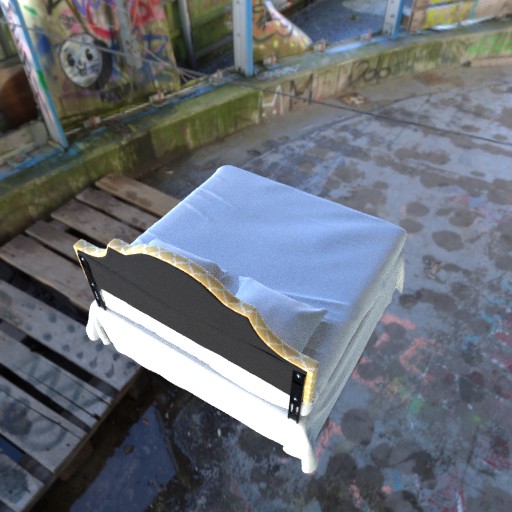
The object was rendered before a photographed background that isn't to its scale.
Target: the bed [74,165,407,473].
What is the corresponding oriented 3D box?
[{"bbox_3d":[0.000,0.000,3.754,2.314,1.601,2.222,24,50,22],"label":"bed"}]
